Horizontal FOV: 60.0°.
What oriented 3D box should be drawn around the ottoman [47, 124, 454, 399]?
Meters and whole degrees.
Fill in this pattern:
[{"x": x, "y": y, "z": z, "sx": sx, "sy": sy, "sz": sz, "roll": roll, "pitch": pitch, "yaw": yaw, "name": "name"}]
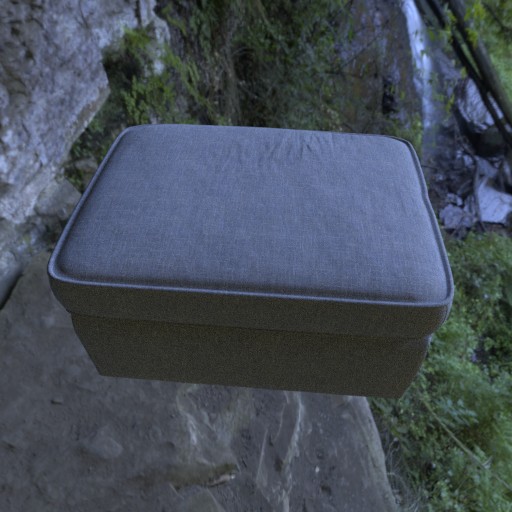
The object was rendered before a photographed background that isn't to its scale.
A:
[{"x": 0.000, "y": 0.000, "z": 1.095, "sx": 0.762, "sy": 0.457, "sz": 0.559, "roll": 3, "pitch": 47, "yaw": 3, "name": "ottoman"}]
